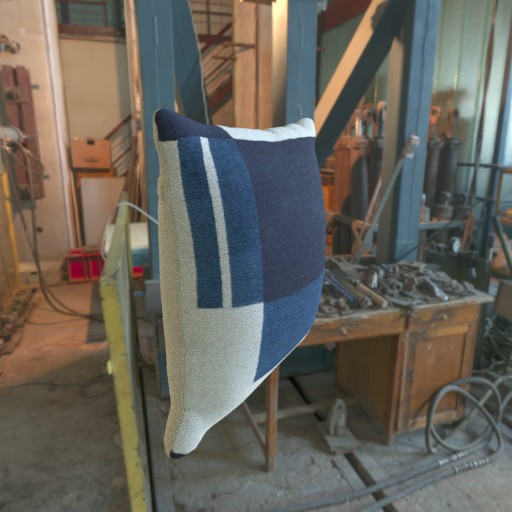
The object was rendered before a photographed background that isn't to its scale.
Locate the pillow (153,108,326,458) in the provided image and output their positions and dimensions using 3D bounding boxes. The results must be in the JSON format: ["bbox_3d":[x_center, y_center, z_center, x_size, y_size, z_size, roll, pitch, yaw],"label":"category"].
[{"bbox_3d":[0.000,0.000,0.817,0.229,0.506,0.536,8,16,27],"label":"pillow"}]
